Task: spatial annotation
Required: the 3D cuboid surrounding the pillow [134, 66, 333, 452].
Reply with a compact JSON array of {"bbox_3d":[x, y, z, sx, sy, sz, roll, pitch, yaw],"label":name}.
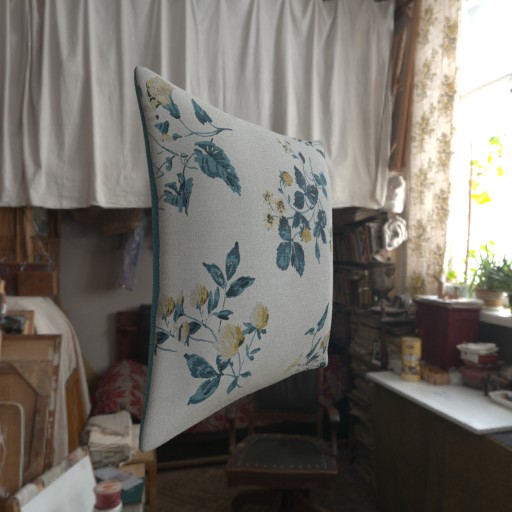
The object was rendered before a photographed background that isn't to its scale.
[{"bbox_3d":[0.000,0.000,0.787,0.166,0.507,0.526,1,2,36],"label":"pillow"}]
